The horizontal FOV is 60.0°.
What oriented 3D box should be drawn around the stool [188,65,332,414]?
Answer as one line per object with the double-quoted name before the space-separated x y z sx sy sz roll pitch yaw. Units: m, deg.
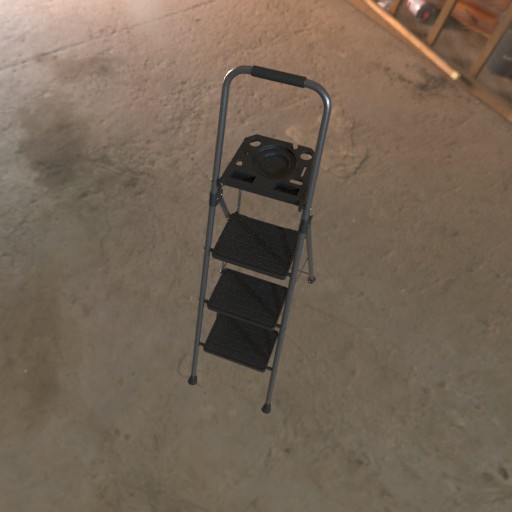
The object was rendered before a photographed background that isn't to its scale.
"stool" 0.000 0.000 1.604 0.396 1.277 0.733 17 59 11
